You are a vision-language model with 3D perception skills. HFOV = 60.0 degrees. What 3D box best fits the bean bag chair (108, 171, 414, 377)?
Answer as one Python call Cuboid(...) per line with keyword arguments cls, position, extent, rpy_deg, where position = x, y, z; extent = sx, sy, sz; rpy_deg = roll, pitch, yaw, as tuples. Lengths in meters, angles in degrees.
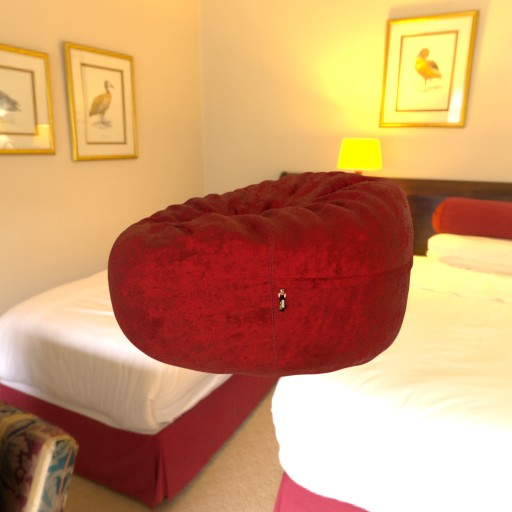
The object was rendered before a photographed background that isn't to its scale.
Cuboid(cls="bean bag chair", position=(0.000, 0.000, 2.389), extent=(1.524, 0.878, 1.524), rpy_deg=(-2, 15, -9))
